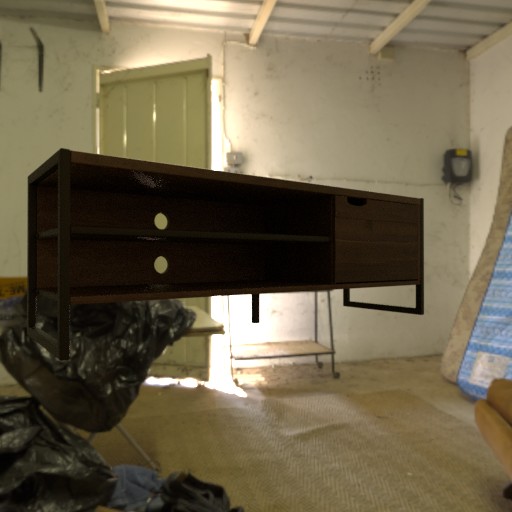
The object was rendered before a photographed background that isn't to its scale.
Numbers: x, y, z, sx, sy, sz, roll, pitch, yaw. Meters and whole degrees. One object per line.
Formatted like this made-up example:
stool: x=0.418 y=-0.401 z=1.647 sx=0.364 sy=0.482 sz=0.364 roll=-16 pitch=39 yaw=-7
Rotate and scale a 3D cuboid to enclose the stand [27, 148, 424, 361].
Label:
stand: x=0.000 y=0.000 z=1.670 sx=1.480 sy=0.506 sz=0.454 roll=0 pitch=-1 yaw=-36
